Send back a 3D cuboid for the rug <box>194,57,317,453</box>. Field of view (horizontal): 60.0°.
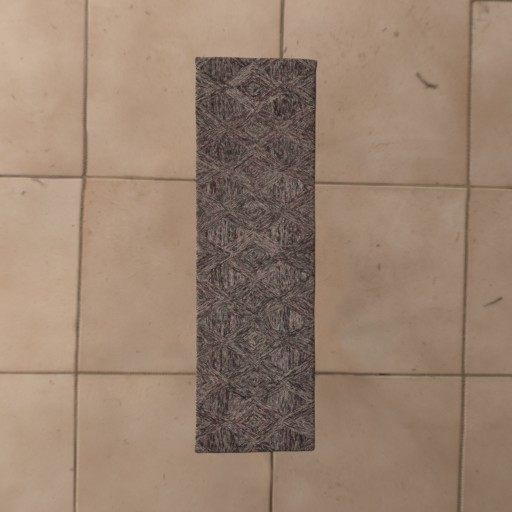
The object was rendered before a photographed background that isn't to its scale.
[{"bbox_3d":[0.000,0.000,2.588,0.719,0.013,2.305,0,91,-3],"label":"rug"}]
